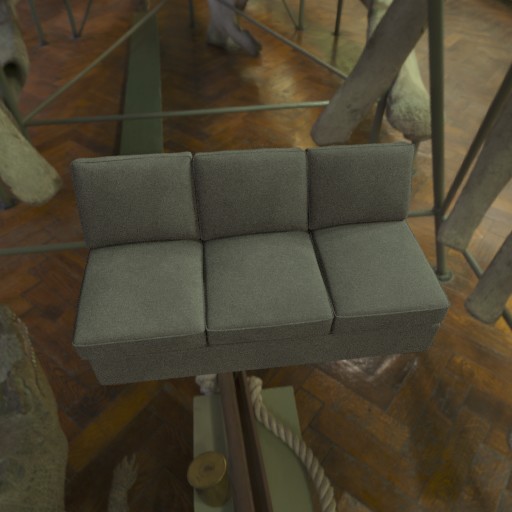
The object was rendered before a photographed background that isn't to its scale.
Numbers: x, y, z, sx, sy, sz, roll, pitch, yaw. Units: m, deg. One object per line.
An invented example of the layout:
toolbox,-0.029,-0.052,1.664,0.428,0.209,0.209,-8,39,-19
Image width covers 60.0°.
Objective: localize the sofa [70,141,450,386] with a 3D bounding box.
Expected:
sofa,0.000,0.000,2.563,1.962,0.973,1.027,-5,46,-5
